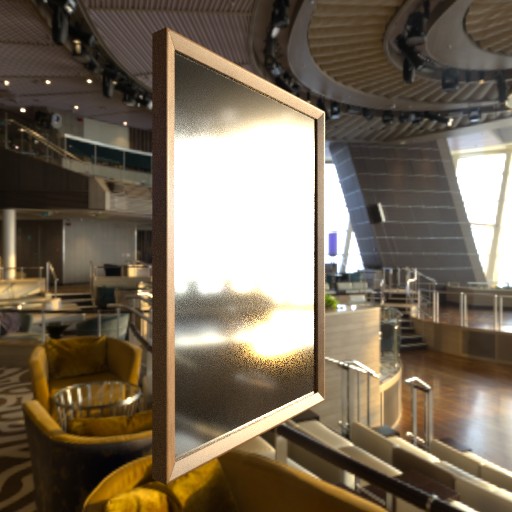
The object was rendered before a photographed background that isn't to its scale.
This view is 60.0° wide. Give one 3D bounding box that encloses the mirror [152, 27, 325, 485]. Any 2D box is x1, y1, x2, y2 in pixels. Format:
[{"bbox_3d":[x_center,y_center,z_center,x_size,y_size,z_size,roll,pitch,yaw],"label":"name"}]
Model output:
[{"bbox_3d":[0.000,0.000,0.899,0.039,0.711,0.508,0,0,37],"label":"mirror"}]
